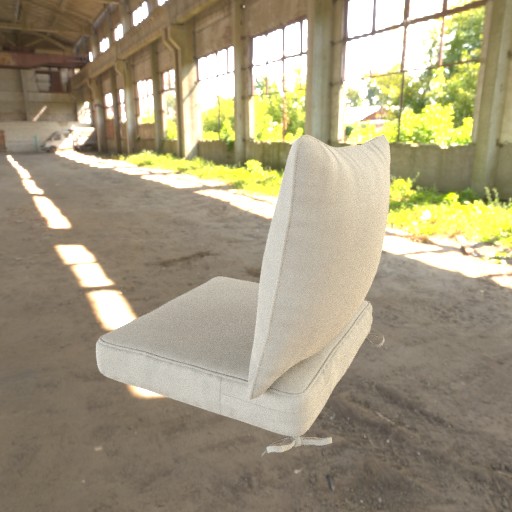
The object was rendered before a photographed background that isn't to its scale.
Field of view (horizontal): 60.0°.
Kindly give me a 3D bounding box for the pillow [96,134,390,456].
[{"bbox_3d":[0.000,0.000,1.349,0.733,0.716,0.798,8,17,26],"label":"pillow"}]
